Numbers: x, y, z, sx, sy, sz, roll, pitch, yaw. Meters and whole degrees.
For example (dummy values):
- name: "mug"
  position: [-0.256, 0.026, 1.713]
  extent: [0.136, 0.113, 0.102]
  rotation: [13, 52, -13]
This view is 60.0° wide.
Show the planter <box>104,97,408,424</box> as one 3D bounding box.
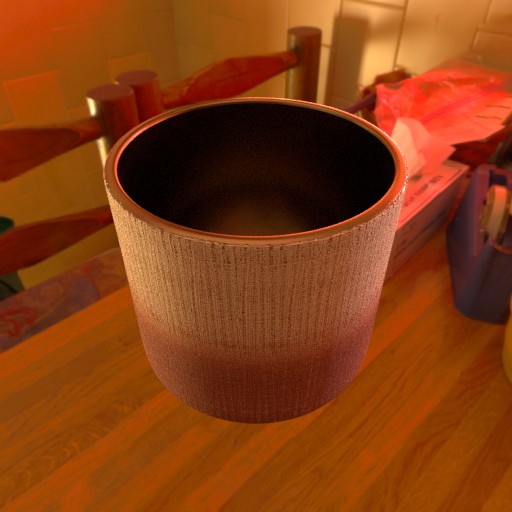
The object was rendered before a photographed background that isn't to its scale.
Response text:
- name: "planter"
  position: [0.000, 0.000, 0.389]
  extent: [0.221, 0.201, 0.221]
  rotation: [0, 40, 0]
